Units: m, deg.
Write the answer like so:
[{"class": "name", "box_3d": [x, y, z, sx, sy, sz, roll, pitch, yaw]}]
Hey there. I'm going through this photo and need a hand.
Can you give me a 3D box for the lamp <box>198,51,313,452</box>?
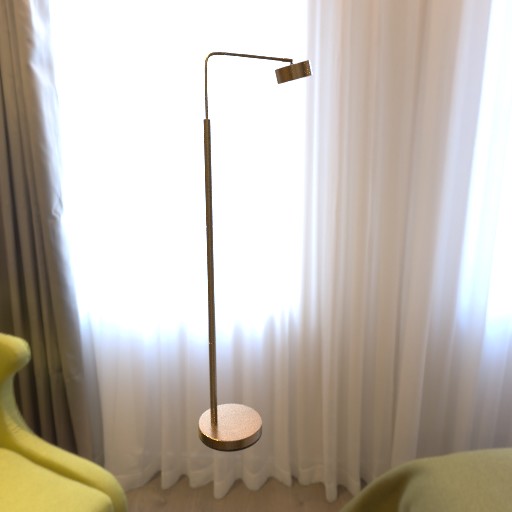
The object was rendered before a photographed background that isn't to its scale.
[{"class": "lamp", "box_3d": [0.000, 0.000, 1.444, 0.418, 1.230, 0.219, -7, 15, -26]}]
